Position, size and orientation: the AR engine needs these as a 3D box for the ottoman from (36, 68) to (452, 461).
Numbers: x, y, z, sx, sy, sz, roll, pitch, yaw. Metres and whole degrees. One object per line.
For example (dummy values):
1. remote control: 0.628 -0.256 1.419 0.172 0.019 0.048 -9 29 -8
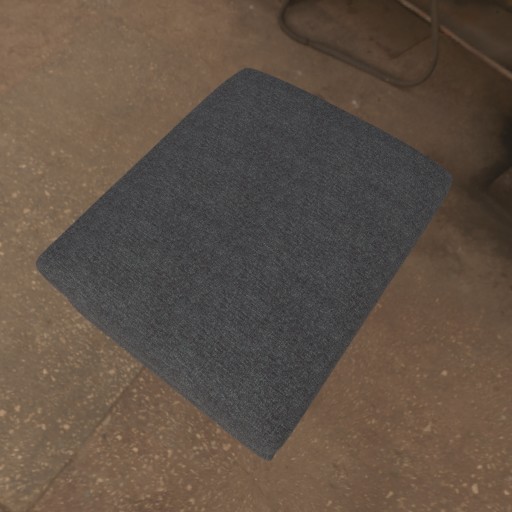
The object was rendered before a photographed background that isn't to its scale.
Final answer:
1. ottoman: 0.000 0.000 1.260 0.695 0.533 0.831 33 68 15
